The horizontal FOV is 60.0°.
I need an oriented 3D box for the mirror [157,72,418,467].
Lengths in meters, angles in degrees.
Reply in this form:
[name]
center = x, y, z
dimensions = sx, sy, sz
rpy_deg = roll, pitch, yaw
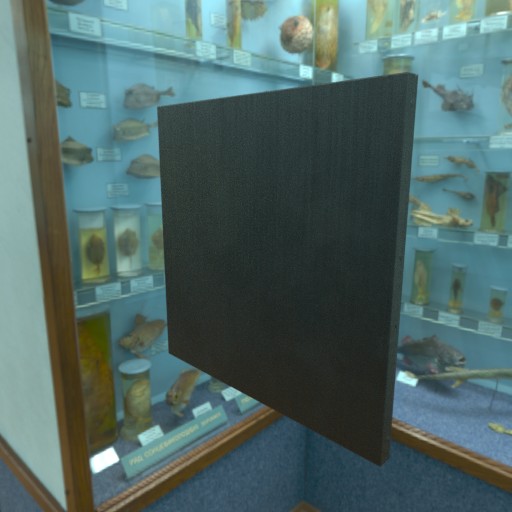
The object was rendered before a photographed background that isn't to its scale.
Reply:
[mirror]
center = 0.000, 0.000, 0.551
dimensions = 0.382, 0.381, 0.020
rpy_deg = 12, 18, 44
